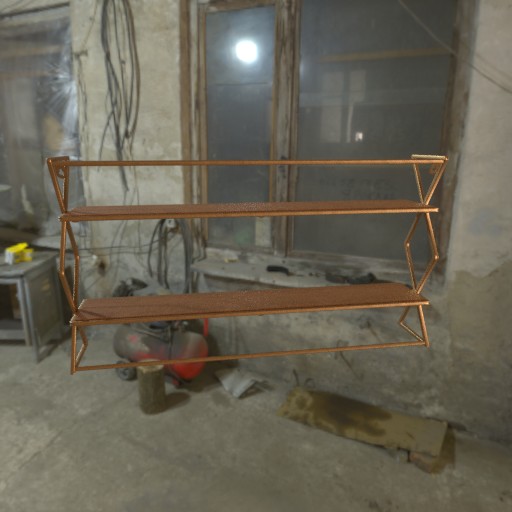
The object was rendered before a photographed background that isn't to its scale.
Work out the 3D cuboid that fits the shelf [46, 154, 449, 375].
[{"bbox_3d":[0.000,0.000,1.020,0.822,0.450,0.150,-2,14,-9],"label":"shelf"}]
